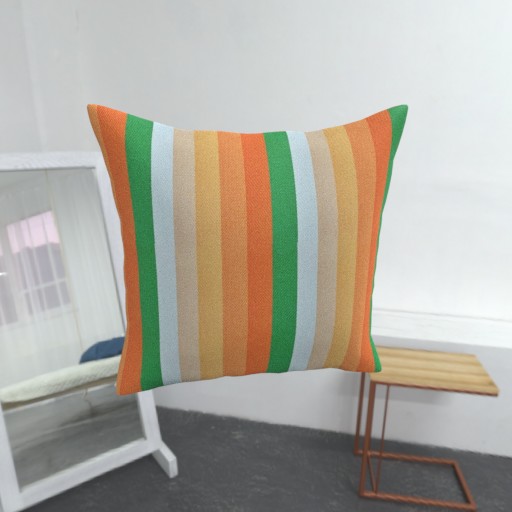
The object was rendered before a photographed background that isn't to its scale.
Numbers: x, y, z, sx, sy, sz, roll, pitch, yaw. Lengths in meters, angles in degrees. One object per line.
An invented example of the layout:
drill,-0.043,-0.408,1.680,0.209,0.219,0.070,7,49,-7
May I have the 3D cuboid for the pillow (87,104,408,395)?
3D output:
pillow,0.000,0.000,0.683,0.453,0.444,0.169,-3,17,-9
